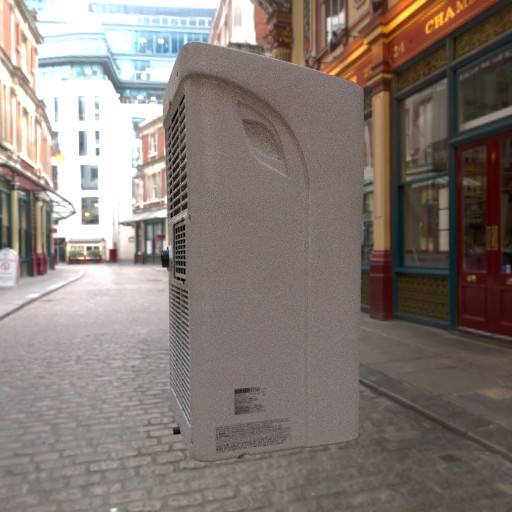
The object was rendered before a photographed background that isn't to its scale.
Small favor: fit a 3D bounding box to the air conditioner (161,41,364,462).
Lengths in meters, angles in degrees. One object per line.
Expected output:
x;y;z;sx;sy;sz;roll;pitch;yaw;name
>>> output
0.000;0.000;0.925;0.369;0.716;0.352;0;0;-18;air conditioner
